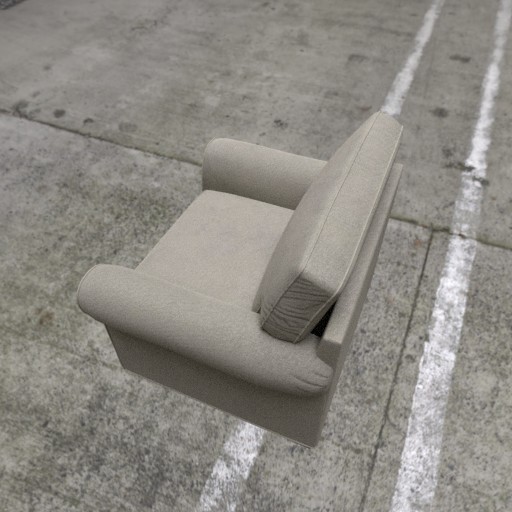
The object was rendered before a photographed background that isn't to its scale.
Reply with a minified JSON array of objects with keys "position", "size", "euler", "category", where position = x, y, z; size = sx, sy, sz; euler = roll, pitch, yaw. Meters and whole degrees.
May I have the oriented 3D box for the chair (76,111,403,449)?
[{"position":[0.000,0.000,1.872],"size":[0.939,1.044,1.147],"euler":[17,48,16],"category":"chair"}]
